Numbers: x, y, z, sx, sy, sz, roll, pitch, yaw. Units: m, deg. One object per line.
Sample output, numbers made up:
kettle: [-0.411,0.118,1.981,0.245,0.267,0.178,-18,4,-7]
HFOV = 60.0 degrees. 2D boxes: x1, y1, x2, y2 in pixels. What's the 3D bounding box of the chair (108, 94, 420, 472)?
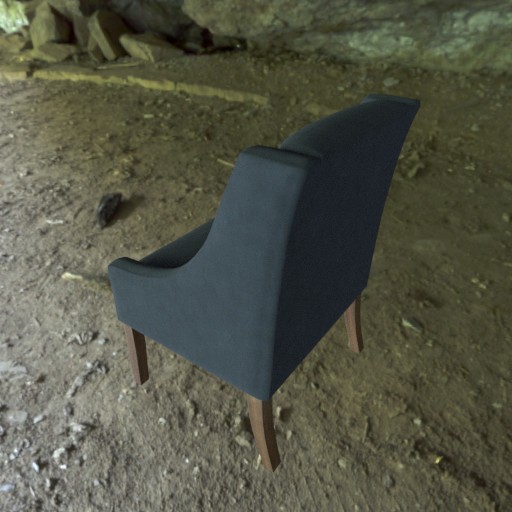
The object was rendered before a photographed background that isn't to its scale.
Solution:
chair: [0.000,0.000,1.321,0.629,0.895,0.629,21,37,30]
